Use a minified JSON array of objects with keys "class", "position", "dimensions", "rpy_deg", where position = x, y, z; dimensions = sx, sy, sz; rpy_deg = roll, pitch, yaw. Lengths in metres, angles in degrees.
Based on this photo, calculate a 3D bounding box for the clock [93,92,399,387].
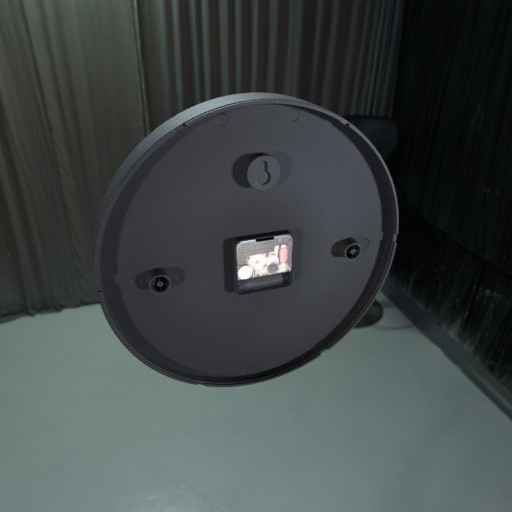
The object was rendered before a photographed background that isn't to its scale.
[{"class":"clock","position":[0.000,0.000,0.426],"dimensions":[0.293,0.293,0.040],"rpy_deg":[-9,29,-17]}]
